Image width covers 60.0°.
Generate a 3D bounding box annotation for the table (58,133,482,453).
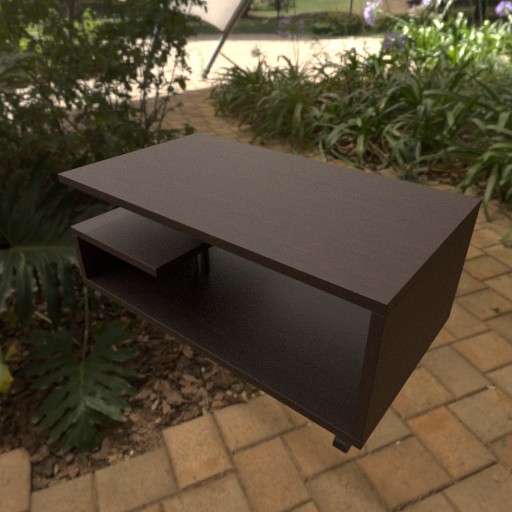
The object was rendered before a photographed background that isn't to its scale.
[{"bbox_3d":[0.000,0.000,1.363,1.050,0.460,0.590,22,37,32],"label":"table"}]
